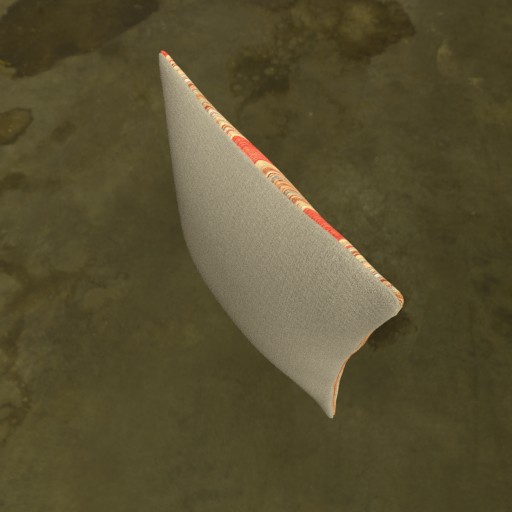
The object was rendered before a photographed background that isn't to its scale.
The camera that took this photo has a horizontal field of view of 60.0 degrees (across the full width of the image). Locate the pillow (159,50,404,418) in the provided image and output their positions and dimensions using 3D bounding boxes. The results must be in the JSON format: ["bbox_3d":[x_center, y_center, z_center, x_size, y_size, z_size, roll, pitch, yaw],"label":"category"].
[{"bbox_3d":[0.000,0.000,0.639,0.136,0.419,0.437,-30,62,-18],"label":"pillow"}]
